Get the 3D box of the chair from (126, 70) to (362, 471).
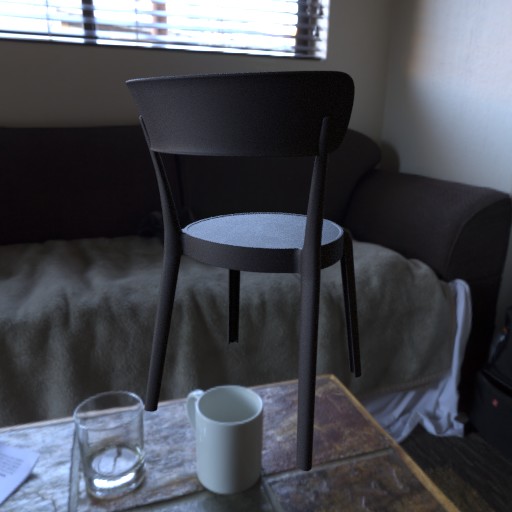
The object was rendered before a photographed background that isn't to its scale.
[{"bbox_3d":[0.000,0.000,1.083,0.506,0.790,0.491,9,19,27],"label":"chair"}]
